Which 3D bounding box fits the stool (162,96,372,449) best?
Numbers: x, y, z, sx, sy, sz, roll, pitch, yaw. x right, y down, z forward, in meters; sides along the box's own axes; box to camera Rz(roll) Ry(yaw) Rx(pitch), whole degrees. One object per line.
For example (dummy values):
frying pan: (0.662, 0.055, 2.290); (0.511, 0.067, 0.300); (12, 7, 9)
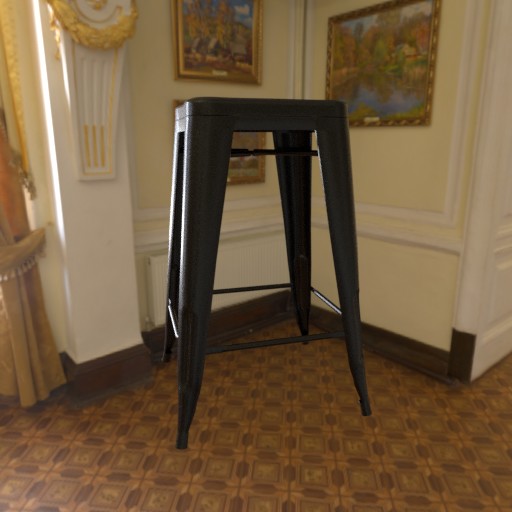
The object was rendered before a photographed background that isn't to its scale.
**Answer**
stool: (0.000, 0.000, 0.934); (0.455, 0.609, 0.423); (-7, 16, -26)
